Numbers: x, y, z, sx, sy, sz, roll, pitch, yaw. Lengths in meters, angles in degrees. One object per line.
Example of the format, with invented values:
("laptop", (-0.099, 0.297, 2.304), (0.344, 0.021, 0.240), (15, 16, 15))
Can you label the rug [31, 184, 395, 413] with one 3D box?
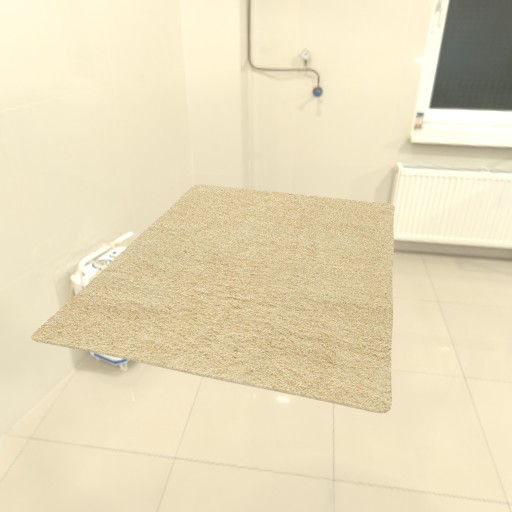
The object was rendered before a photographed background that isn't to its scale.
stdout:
("rug", (0.000, 0.000, 4.005), (2.401, 0.025, 3.001), (8, 31, 13))
